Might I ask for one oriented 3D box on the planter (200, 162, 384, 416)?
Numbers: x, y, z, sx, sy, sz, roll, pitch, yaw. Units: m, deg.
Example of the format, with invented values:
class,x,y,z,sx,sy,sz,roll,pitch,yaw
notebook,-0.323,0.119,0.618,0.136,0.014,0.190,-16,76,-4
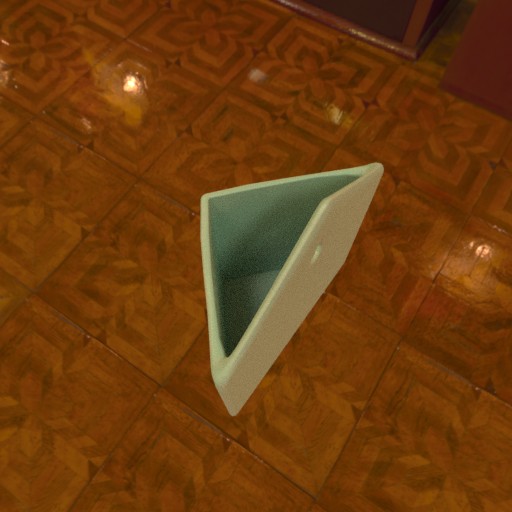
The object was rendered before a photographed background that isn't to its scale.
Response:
class,x,y,z,sx,sy,sz,roll,pitch,yaw
planter,0.000,0.000,0.285,0.079,0.197,0.164,33,69,15
